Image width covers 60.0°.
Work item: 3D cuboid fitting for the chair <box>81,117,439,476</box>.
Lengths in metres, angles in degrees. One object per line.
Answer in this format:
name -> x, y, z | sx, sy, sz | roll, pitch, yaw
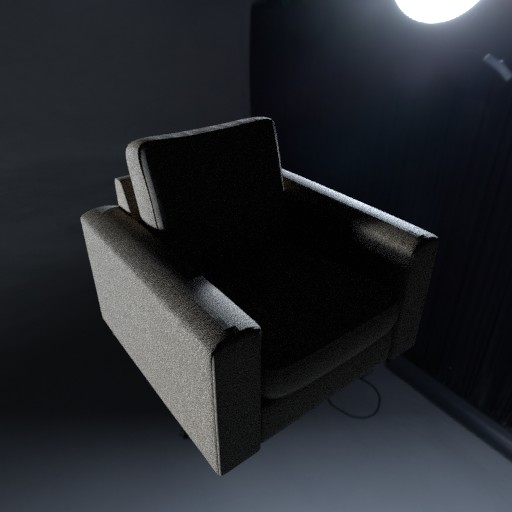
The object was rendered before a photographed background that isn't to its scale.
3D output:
chair -> 0.000, 0.000, 1.742 | 1.005, 0.873, 1.016 | -22, 37, -31
